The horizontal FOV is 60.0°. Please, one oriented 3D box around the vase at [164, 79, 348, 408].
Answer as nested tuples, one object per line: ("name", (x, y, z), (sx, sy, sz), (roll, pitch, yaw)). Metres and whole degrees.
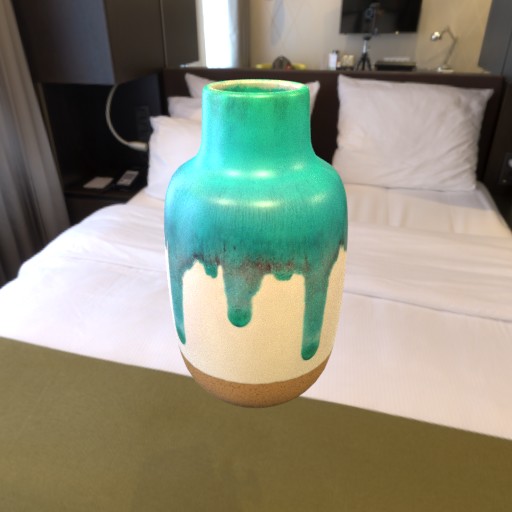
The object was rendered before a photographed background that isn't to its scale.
("vase", (0.000, 0.000, 0.265), (0.106, 0.192, 0.106), (0, 28, 0))
